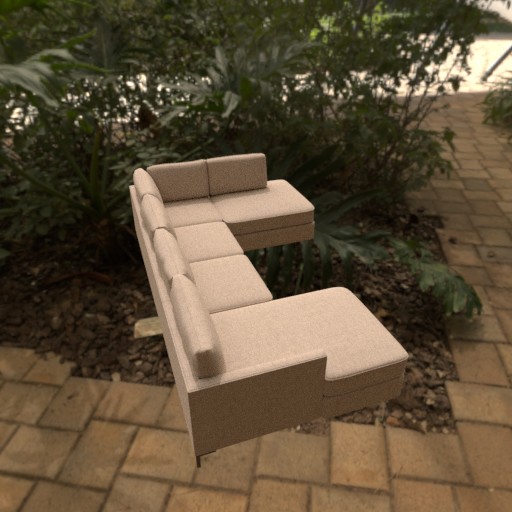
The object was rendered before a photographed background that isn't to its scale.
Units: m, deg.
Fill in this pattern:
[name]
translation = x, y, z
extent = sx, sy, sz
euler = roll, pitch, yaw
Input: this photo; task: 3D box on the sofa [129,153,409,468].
[sofa]
translation = 0.000, 0.000, 4.319
extent = 2.021, 0.996, 3.423
euler = -10, 33, -17
